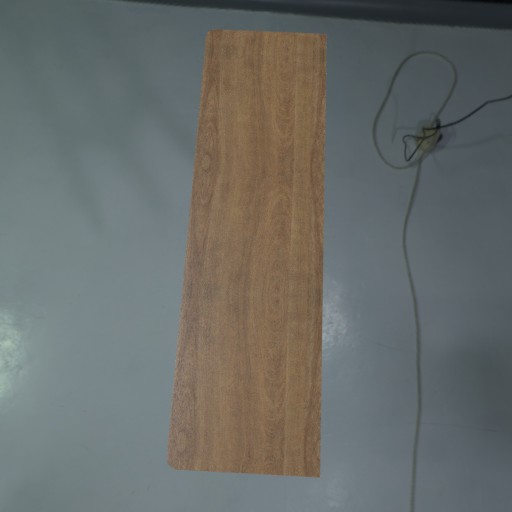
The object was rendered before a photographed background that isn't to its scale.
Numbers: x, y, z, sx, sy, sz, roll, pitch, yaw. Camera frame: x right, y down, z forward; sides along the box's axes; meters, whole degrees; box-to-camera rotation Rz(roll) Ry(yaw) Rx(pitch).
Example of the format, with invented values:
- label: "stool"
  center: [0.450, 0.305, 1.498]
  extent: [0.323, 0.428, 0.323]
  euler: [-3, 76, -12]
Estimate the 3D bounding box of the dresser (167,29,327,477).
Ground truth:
- label: "dresser"
  center: [0.000, 0.000, 1.964]
  extent: [0.468, 0.892, 1.583]
  euler: [3, 76, 1]
